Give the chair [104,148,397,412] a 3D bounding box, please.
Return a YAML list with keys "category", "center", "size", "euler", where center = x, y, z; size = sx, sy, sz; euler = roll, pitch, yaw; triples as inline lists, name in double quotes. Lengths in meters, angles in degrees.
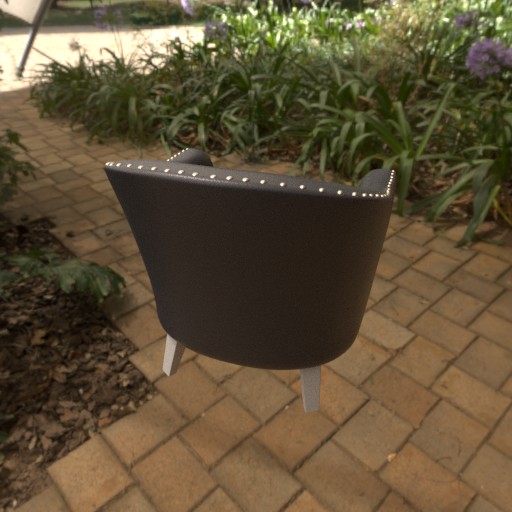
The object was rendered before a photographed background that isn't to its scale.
- category: "chair"
  center: [0.000, 0.000, 1.447]
  size: [0.794, 0.823, 0.748]
  euler: [10, 33, 15]
